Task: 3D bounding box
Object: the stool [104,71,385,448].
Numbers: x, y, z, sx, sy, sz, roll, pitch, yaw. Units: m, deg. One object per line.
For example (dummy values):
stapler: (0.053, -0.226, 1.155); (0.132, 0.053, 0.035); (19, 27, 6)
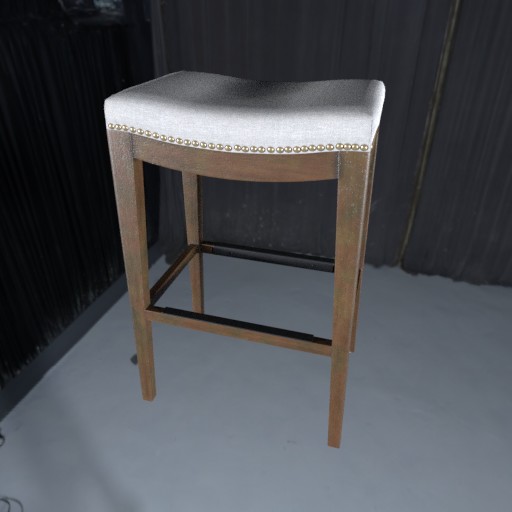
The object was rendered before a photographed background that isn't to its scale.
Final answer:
stool: (0.000, 0.000, 1.041); (0.508, 0.762, 0.356); (9, 32, 14)
